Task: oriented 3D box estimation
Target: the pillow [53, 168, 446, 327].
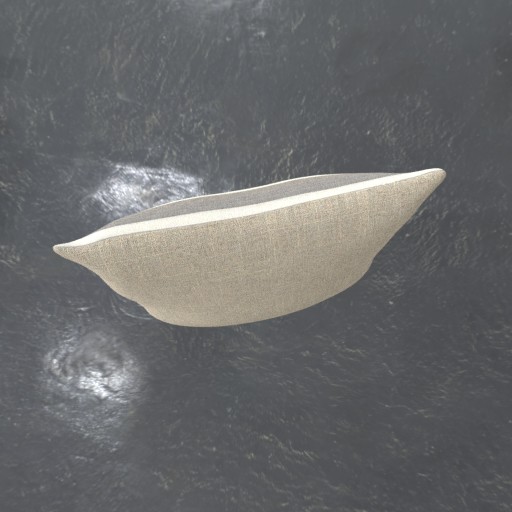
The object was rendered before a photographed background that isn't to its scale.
[{"bbox_3d":[0.000,0.000,0.679,0.439,0.440,0.182,-11,76,-3],"label":"pillow"}]
